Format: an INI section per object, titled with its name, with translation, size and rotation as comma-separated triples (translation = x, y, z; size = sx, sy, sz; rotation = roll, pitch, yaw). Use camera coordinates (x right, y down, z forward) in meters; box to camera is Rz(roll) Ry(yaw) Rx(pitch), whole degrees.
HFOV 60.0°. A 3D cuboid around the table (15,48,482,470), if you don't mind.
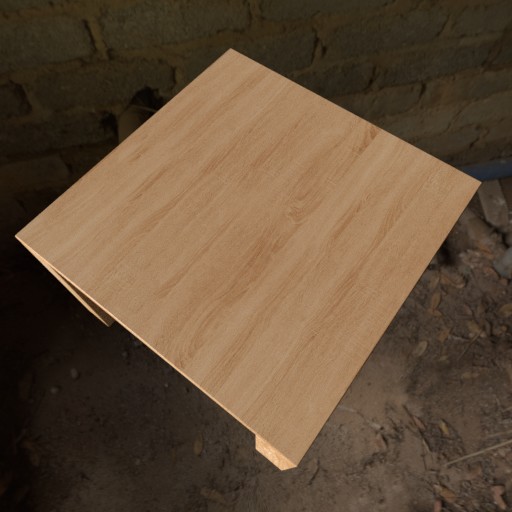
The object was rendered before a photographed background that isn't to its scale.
[table]
translation = 0.000, 0.000, 1.130
size = 0.700, 0.450, 0.700
rotation = 34, 68, 16
